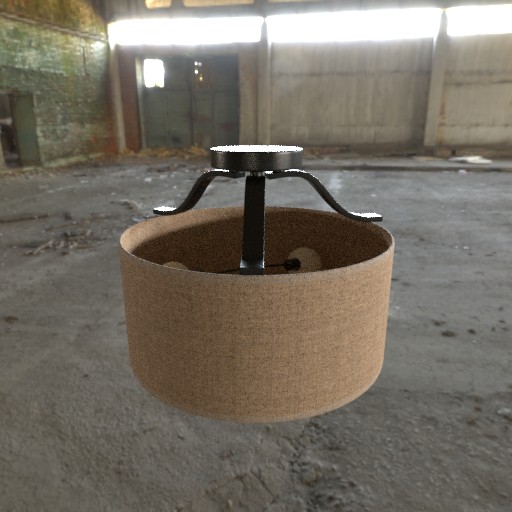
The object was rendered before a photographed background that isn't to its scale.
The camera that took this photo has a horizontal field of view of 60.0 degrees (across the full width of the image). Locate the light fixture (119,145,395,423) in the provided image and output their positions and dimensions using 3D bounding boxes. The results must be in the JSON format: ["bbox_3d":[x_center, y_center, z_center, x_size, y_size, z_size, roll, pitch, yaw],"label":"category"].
[{"bbox_3d":[0.000,0.000,0.647,0.390,0.306,0.390,0,17,0],"label":"light fixture"}]
